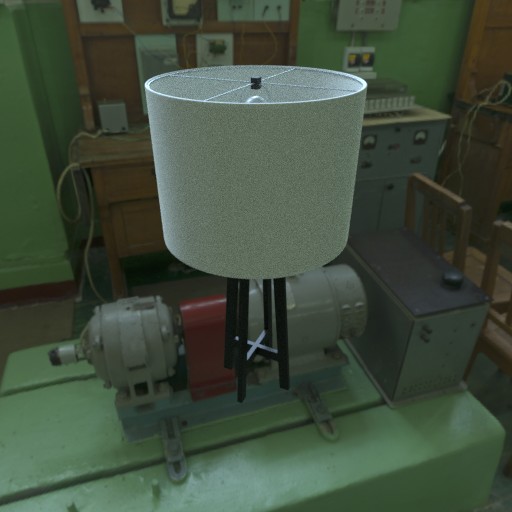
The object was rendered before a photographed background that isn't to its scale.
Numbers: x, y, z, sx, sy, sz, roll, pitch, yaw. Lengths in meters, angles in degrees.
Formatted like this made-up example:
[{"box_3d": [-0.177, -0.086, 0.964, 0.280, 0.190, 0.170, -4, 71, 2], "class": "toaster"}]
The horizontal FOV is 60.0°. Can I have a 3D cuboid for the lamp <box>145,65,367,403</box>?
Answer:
[{"box_3d": [0.000, 0.000, 0.647, 0.257, 0.489, 0.257, -10, 32, -16], "class": "lamp"}]
